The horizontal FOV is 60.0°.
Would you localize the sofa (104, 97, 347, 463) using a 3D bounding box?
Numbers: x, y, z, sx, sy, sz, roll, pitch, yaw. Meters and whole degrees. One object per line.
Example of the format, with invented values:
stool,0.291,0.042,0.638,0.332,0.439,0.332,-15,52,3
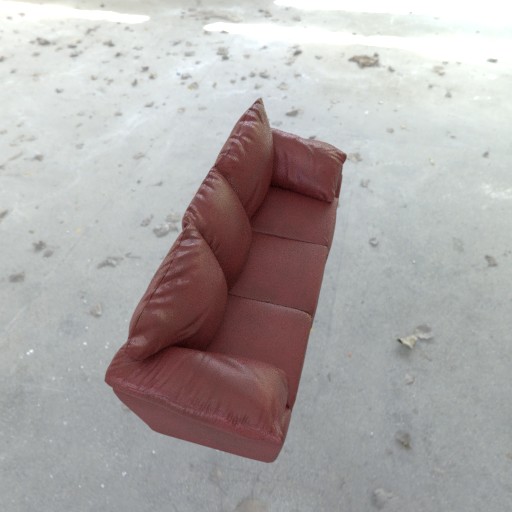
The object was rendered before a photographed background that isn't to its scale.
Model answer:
sofa,0.000,0.000,2.874,0.907,1.091,2.390,11,47,10
